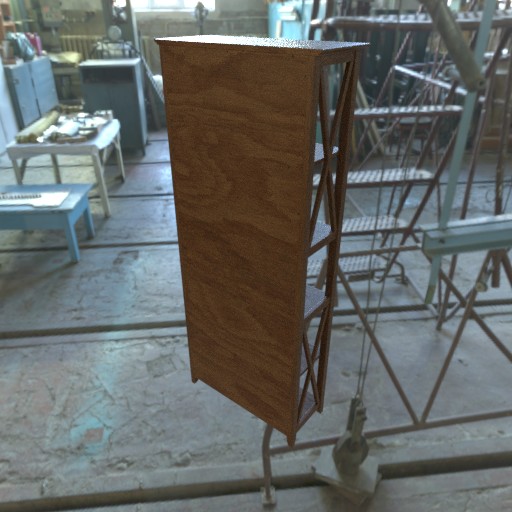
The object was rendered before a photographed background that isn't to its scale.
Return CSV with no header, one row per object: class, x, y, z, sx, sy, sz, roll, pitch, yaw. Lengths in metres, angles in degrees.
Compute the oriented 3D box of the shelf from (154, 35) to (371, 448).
shelf,0.000,0.000,2.178,0.805,1.905,0.335,22,36,33
